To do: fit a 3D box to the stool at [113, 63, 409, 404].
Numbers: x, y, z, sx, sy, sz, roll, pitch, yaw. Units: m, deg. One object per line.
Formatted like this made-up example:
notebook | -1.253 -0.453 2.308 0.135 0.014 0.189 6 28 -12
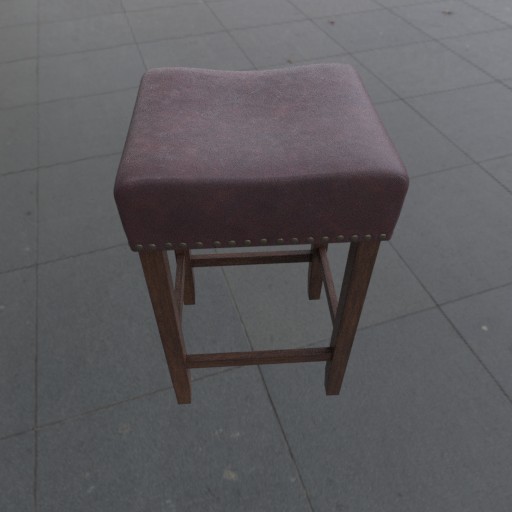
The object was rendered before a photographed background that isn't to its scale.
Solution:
stool | 0.000 0.000 1.074 0.465 0.769 0.401 -3 47 -2
